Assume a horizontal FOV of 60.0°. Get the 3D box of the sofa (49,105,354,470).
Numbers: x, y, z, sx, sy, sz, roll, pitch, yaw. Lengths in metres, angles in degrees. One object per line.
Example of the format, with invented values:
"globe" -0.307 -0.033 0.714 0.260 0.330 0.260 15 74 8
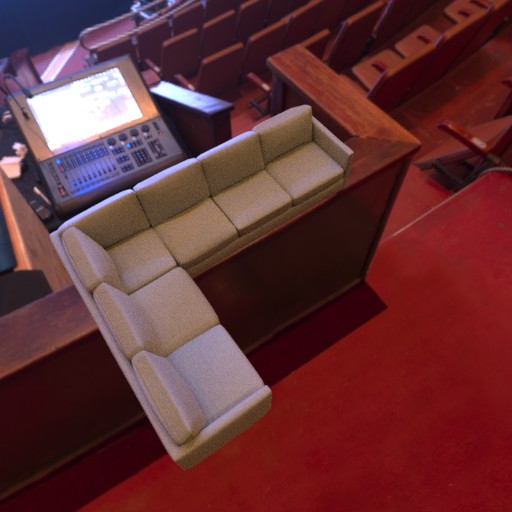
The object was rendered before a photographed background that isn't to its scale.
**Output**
"sofa" 0.000 0.000 4.556 3.301 0.947 2.592 -31 63 -18
